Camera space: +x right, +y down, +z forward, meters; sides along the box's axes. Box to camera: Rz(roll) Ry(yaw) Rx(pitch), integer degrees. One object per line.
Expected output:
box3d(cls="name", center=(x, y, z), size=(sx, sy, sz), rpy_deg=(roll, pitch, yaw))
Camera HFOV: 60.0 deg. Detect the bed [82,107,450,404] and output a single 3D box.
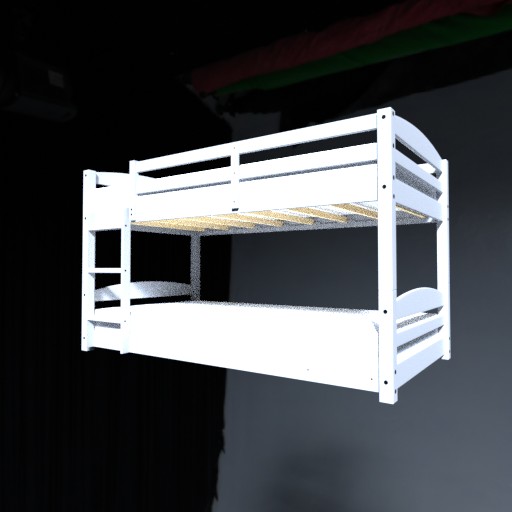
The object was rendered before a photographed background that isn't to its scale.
box3d(cls="bed", center=(0.000, 0.000, 2.731), size=(2.013, 1.206, 1.105), rpy_deg=(-1, -2, 35))
